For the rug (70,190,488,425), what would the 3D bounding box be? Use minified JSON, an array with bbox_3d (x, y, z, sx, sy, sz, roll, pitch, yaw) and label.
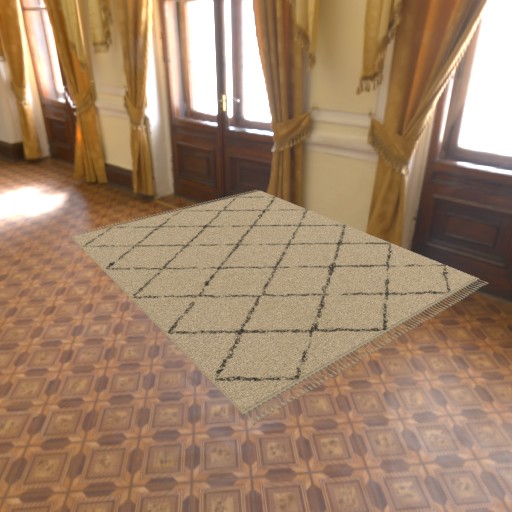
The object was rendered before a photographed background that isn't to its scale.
[{"bbox_3d":[0.000,0.000,3.992,2.380,0.013,3.051,-19,32,-33],"label":"rug"}]
